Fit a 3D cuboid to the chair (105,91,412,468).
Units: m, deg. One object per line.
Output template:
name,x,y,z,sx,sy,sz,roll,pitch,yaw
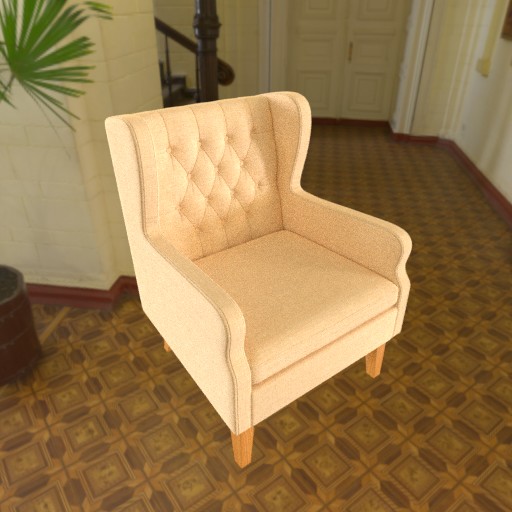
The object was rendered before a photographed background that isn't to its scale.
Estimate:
chair,0.000,0.000,1.496,0.710,0.930,0.760,-21,37,-31
